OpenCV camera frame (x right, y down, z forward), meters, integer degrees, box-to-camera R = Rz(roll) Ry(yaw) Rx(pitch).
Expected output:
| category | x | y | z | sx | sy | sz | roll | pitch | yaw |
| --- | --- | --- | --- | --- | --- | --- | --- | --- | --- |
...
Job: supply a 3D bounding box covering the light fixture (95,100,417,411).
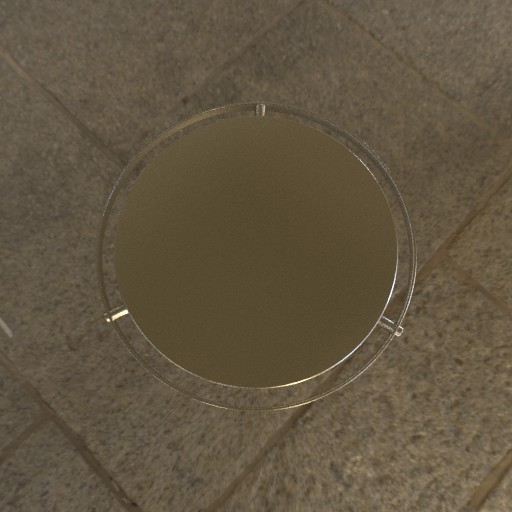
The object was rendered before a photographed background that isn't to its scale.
| category | x | y | z | sx | sy | sz | roll | pitch | yaw |
| --- | --- | --- | --- | --- | --- | --- | --- | --- | --- |
| light fixture | 0.000 | 0.000 | 0.558 | 0.361 | 0.130 | 0.361 | 0 | 75 | 0 |
